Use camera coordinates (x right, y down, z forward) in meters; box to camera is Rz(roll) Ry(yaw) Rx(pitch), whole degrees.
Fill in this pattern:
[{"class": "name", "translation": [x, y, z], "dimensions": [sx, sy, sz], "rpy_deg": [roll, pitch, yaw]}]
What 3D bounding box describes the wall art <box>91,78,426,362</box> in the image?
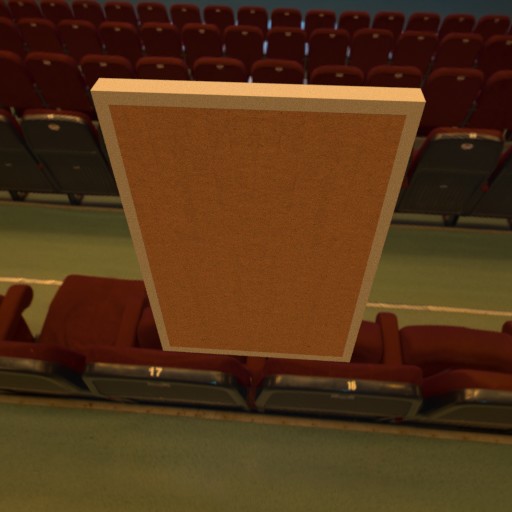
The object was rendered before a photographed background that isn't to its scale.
[{"class": "wall art", "translation": [0.000, 0.000, 0.549], "dimensions": [0.293, 0.428, 0.025], "rpy_deg": [3, 46, 3]}]
